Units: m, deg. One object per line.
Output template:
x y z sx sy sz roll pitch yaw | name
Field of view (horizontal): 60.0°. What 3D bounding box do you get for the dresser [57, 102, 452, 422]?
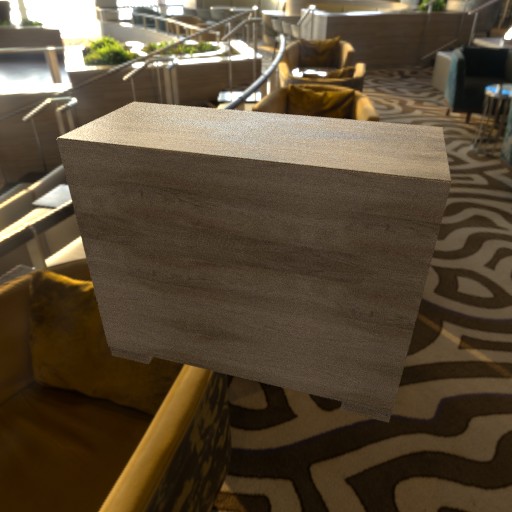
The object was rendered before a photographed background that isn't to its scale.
0.000 0.000 1.449 0.994 0.816 0.404 9 34 14 | dresser
